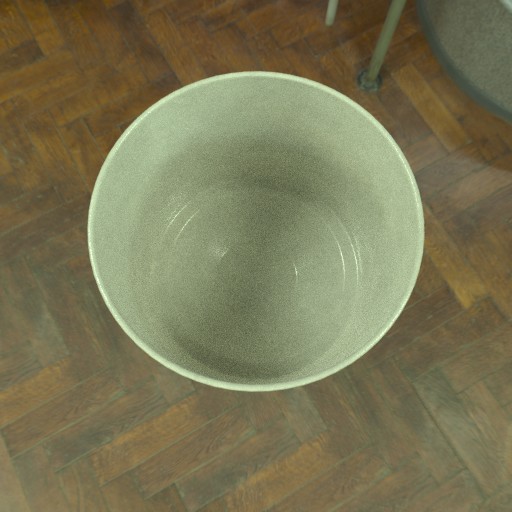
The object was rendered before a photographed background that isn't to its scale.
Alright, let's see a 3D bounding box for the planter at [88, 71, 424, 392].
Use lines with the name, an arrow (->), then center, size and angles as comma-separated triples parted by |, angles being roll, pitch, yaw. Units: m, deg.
planter -> 0.000, 0.000, 0.337 | 0.190, 0.181, 0.190 | 0, 76, 0
